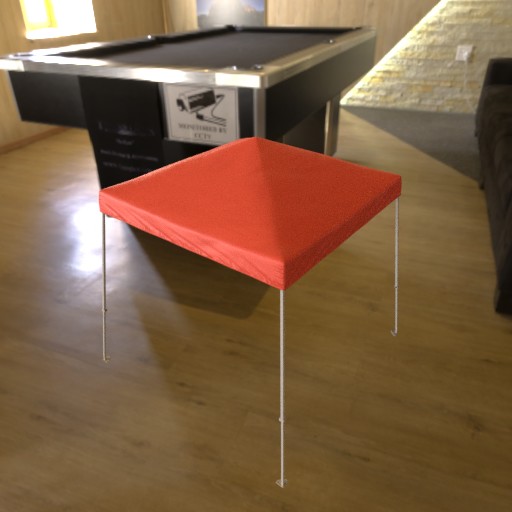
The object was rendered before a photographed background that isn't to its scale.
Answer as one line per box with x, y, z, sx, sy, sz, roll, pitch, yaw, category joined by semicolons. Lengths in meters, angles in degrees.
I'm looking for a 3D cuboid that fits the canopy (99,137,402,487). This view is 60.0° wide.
0.000;0.000;5.275;2.849;2.850;2.850;22;37;31;canopy
